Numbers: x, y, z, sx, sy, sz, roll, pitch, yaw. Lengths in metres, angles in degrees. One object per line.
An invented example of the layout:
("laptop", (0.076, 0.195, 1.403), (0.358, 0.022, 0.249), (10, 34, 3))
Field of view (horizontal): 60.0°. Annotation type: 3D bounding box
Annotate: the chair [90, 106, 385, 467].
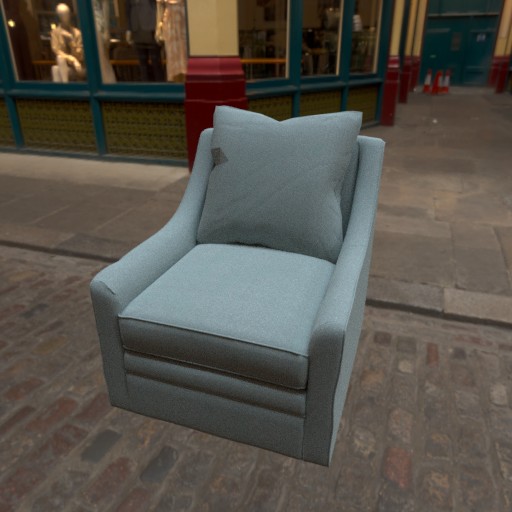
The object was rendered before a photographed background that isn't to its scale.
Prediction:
("chair", (0.000, 0.000, 1.576), (0.760, 0.926, 0.870), (8, 26, 17))
